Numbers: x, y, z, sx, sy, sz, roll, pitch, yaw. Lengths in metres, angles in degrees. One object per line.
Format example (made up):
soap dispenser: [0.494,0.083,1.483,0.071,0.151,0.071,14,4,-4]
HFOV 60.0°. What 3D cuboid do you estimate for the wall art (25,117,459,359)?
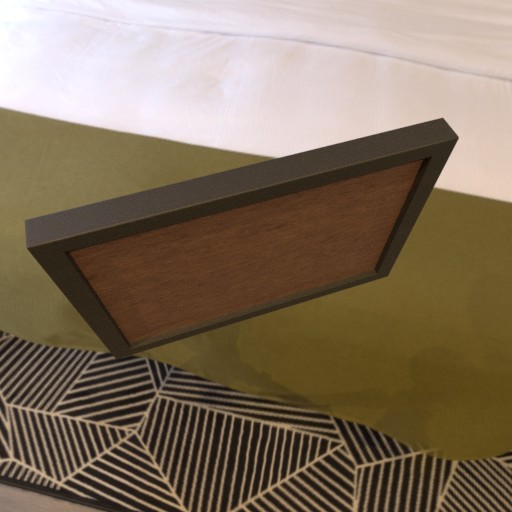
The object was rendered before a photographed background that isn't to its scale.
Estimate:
wall art: [0.000,0.000,0.861,0.671,0.456,0.051,-16,59,-10]
